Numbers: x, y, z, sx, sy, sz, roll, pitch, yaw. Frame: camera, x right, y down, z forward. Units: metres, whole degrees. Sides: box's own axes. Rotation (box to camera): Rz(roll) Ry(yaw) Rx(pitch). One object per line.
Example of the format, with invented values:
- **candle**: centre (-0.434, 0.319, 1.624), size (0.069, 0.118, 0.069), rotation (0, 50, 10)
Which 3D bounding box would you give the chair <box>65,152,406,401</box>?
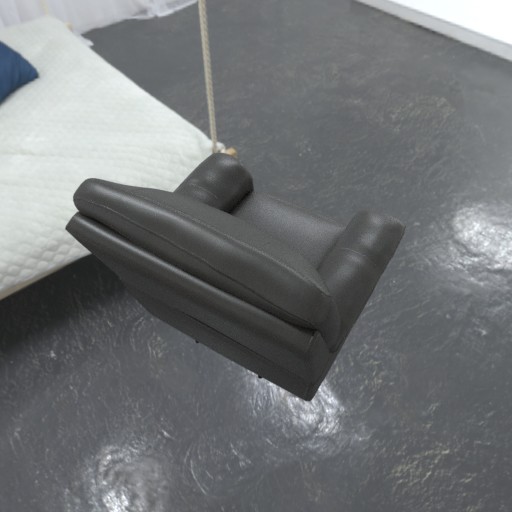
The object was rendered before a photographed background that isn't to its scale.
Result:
- **chair**: centre (0.000, 0.000, 2.036), size (1.096, 1.109, 1.087), rotation (25, 53, 20)
